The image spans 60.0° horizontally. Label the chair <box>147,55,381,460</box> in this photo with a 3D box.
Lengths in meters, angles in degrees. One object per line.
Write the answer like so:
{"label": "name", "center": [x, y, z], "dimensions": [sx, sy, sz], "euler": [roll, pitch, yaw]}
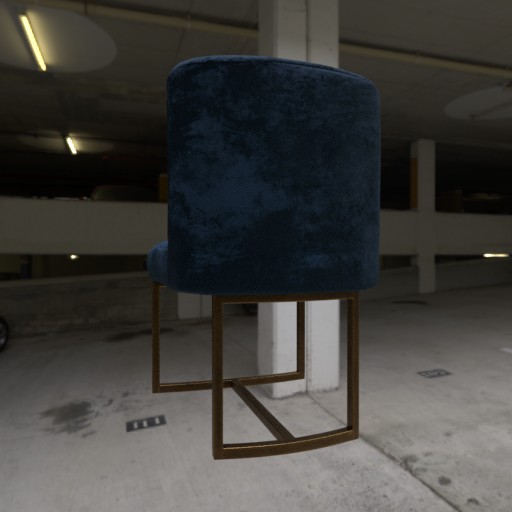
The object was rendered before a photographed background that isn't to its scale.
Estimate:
{"label": "chair", "center": [0.000, 0.000, 1.169], "dimensions": [0.530, 0.824, 0.560], "euler": [0, 1, -18]}
